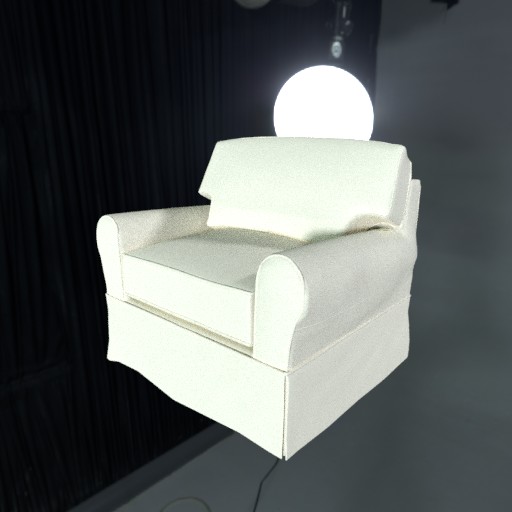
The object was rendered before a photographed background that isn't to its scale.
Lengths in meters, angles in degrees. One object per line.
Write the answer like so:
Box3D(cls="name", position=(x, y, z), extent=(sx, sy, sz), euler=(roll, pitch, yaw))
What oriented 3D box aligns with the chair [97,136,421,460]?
Box3D(cls="chair", position=(0.000, 0.000, 1.841), extent=(1.099, 0.958, 0.904), euler=(13, 20, 40))
